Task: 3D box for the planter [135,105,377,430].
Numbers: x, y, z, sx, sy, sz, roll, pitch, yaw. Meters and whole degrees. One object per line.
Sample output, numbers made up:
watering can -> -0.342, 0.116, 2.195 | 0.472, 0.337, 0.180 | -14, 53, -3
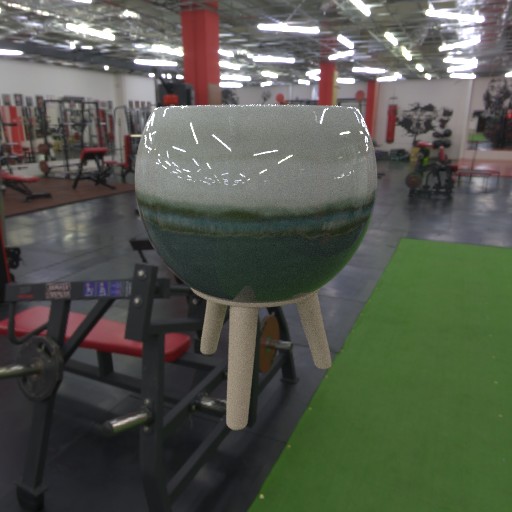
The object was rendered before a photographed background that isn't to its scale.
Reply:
planter -> 0.000, 0.000, 0.440 | 0.222, 0.278, 0.222 | 0, 17, 0
